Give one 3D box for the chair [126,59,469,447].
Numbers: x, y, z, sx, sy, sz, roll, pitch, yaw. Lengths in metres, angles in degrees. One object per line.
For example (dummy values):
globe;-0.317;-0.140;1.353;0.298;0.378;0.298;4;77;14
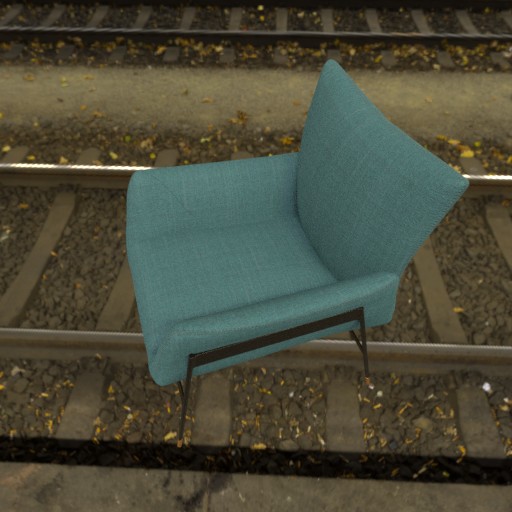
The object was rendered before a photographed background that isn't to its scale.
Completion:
chair;0.000;0.000;1.371;0.769;0.859;0.678;-14;48;-13
